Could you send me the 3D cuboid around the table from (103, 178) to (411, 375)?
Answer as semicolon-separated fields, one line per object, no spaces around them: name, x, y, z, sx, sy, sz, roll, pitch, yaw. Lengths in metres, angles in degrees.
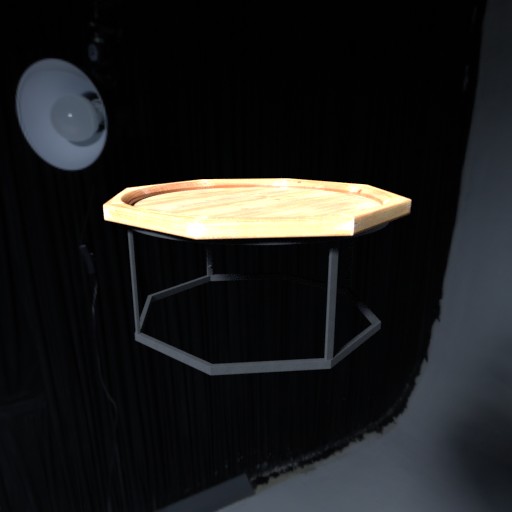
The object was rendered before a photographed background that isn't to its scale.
table;0.000;0.000;1.566;1.002;0.444;1.002;0;16;0
